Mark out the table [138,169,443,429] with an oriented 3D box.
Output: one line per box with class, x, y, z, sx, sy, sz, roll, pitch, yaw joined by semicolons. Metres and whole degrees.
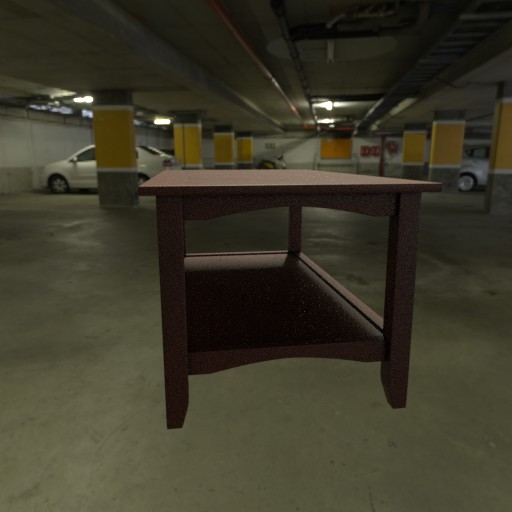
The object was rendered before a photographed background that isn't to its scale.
table;0.000;0.000;1.257;0.533;0.456;0.943;-2;13;-9
